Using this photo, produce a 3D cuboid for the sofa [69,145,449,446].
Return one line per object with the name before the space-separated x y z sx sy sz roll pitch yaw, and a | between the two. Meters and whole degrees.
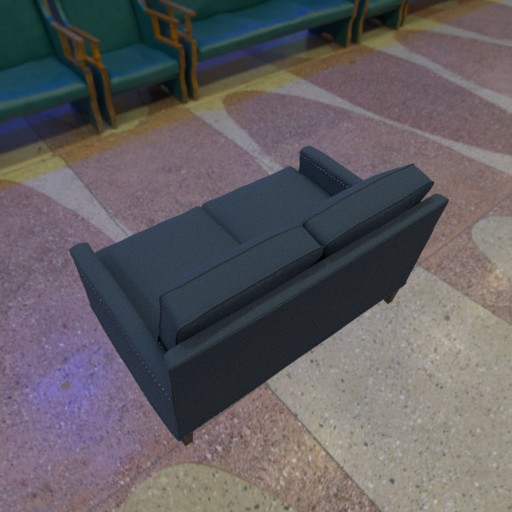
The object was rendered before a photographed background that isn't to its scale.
sofa | 0.000 0.000 2.317 1.597 1.003 1.084 -28 52 -25
